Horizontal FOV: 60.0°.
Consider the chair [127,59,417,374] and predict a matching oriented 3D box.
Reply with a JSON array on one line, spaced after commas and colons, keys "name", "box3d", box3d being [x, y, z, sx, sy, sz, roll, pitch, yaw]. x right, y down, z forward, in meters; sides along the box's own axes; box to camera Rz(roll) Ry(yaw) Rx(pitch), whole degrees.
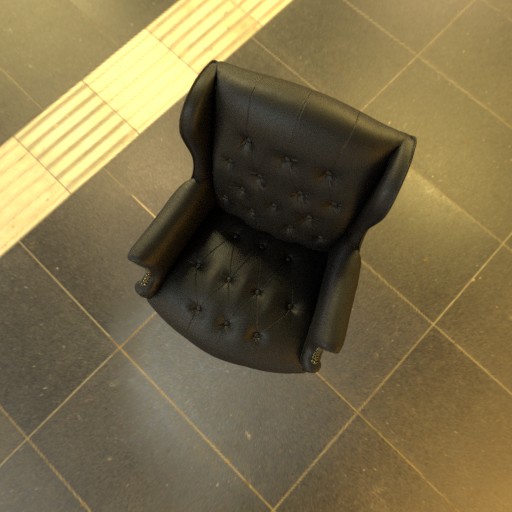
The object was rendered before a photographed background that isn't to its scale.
[{"name": "chair", "box3d": [0.000, 0.000, 1.706, 0.831, 1.133, 0.822, 24, 77, 6]}]
